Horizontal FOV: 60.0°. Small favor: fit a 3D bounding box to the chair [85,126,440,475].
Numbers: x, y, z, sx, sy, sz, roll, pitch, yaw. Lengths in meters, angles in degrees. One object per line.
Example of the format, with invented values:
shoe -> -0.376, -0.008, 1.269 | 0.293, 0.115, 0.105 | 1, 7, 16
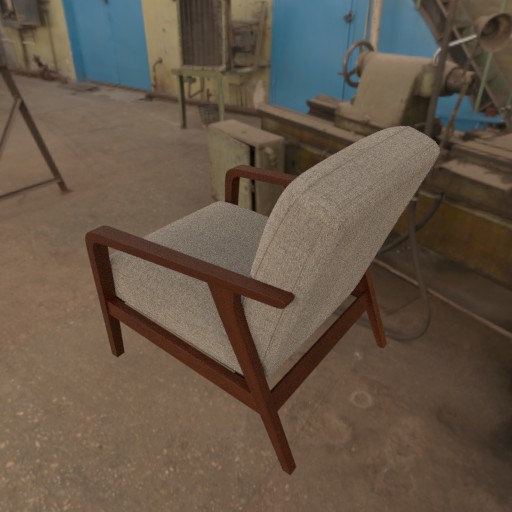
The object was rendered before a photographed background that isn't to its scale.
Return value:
chair -> 0.000, 0.000, 1.432 | 0.858, 0.847, 0.704 | 22, 38, 31
